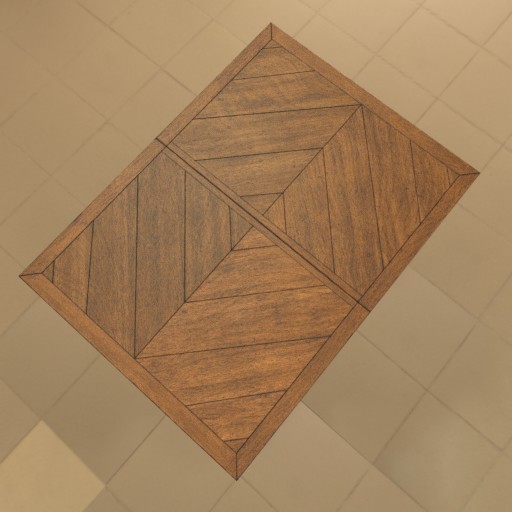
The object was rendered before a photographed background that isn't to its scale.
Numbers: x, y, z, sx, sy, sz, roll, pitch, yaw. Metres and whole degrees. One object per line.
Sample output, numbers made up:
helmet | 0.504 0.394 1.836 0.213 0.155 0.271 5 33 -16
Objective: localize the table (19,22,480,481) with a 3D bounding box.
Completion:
table | 0.000 0.000 1.559 0.757 0.760 1.027 40 80 9
